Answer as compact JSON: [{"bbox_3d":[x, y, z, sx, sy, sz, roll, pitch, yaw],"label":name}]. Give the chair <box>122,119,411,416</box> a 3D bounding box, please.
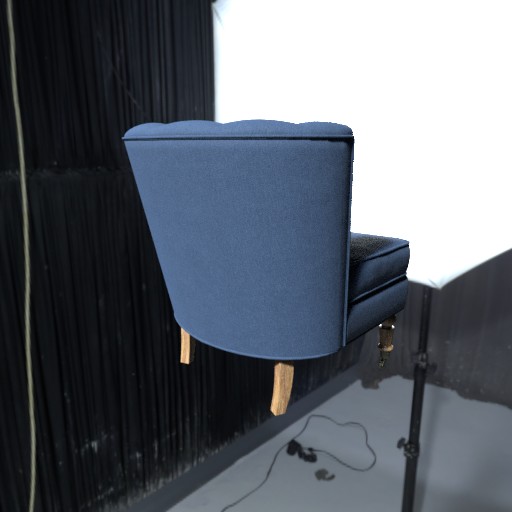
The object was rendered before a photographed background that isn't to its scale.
[{"bbox_3d":[0.000,0.000,1.360,0.740,0.771,0.718,14,19,43],"label":"chair"}]
